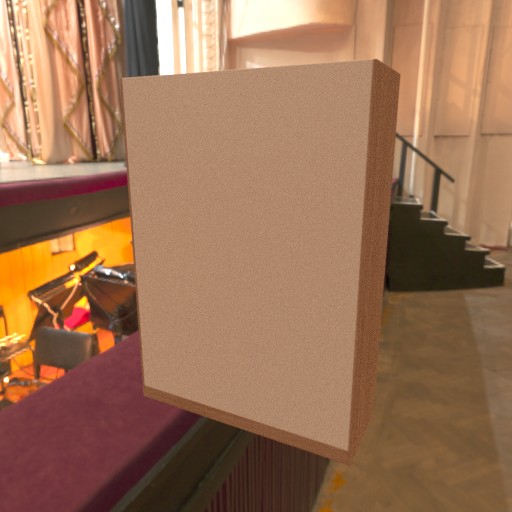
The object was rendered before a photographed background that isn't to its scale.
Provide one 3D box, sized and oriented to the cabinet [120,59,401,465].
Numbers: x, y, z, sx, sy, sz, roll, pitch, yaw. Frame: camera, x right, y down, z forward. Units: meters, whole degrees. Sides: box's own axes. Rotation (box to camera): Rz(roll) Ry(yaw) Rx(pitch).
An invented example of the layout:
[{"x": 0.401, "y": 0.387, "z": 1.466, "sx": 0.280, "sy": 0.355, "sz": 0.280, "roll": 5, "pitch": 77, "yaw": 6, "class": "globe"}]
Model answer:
[{"x": 0.000, "y": 0.000, "z": 2.803, "sx": 1.500, "sy": 2.120, "sz": 0.590, "roll": 8, "pitch": 17, "yaw": 26, "class": "cabinet"}]
